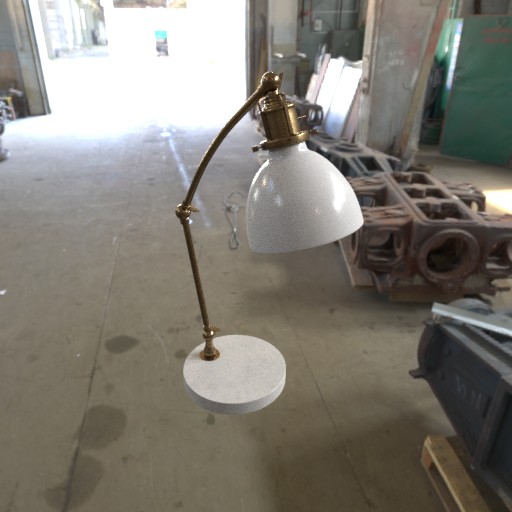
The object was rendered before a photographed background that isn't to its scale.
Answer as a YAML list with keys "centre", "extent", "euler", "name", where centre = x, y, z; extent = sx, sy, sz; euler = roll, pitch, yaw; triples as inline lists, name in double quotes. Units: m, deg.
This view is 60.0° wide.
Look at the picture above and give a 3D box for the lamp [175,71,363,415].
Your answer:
- centre: [0.000, 0.000, 0.676]
  extent: [0.317, 0.522, 0.186]
  euler: [17, 31, 31]
  name: "lamp"
